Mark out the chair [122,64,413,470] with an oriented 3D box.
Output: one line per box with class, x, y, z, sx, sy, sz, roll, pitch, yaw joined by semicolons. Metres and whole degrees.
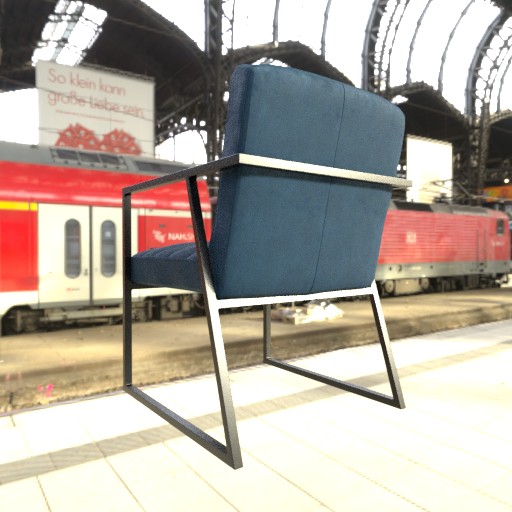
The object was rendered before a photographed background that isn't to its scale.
chair;0.000;0.000;1.287;0.571;0.833;0.677;-1;1;-37
